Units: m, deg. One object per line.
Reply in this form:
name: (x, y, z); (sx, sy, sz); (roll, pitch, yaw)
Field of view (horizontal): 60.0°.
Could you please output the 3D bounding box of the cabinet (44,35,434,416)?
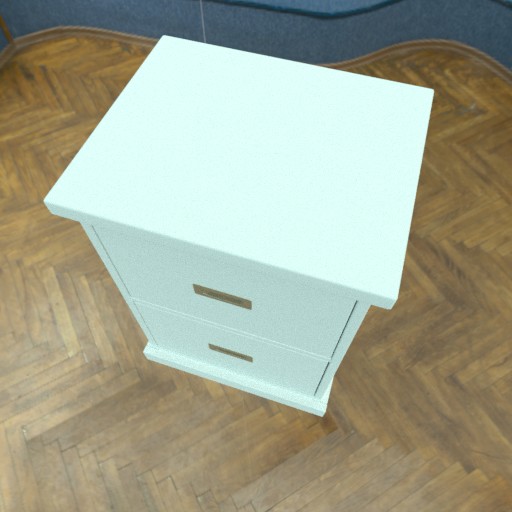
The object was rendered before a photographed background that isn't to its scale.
cabinet: (0.000, 0.000, 1.022); (0.520, 0.723, 0.431); (16, 60, 9)
